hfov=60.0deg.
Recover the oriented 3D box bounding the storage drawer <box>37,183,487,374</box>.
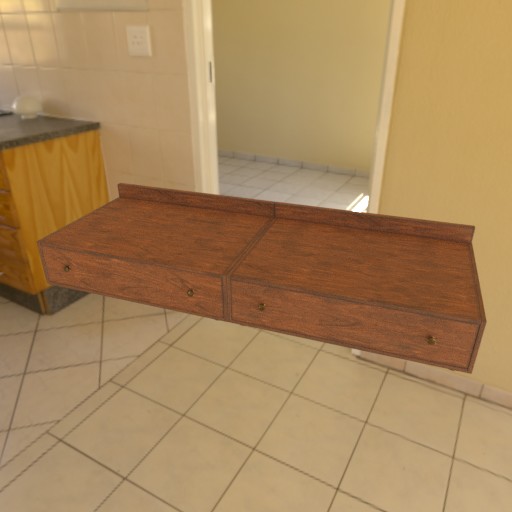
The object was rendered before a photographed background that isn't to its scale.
[{"bbox_3d":[0.000,0.000,2.131,1.914,0.339,0.774,9,29,17],"label":"storage drawer"}]
